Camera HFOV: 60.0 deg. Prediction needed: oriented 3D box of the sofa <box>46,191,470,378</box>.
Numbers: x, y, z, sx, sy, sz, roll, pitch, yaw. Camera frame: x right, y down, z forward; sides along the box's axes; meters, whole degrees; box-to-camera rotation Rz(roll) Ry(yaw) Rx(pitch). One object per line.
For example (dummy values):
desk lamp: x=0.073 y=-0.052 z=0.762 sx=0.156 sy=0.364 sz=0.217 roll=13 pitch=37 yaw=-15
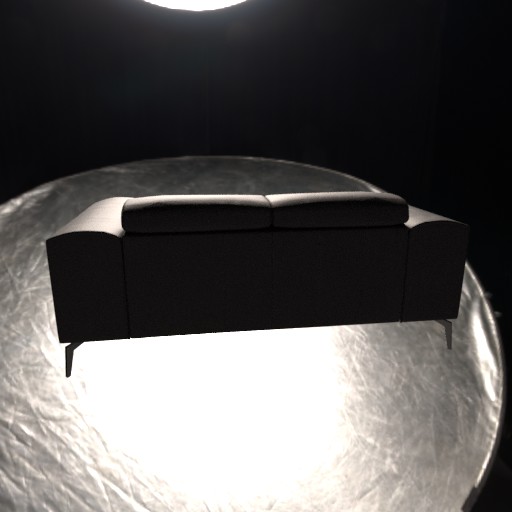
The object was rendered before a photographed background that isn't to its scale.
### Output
sofa: x=0.000 y=0.000 z=2.444 sx=1.895 sy=0.779 sz=1.003 roll=-2 pitch=16 yaw=-8
